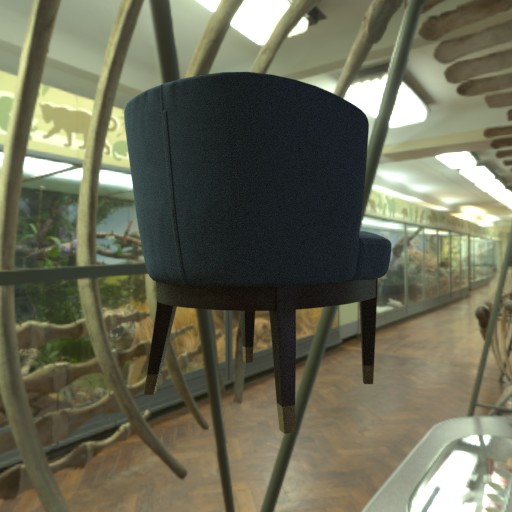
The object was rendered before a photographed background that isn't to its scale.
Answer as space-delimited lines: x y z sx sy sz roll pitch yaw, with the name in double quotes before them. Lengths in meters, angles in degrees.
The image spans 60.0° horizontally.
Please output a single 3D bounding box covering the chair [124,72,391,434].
"chair" 0.000 0.000 1.247 0.661 0.760 0.702 0 0 36
